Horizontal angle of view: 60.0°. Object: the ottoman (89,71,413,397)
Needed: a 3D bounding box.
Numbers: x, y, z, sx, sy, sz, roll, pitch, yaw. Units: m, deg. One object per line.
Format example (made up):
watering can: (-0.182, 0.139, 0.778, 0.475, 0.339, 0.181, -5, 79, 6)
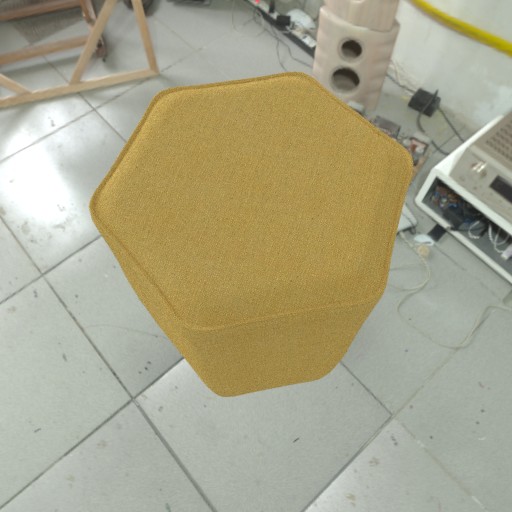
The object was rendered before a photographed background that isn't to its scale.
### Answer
ottoman: (0.000, 0.000, 0.866, 0.443, 0.502, 0.494, 17, 64, 9)
